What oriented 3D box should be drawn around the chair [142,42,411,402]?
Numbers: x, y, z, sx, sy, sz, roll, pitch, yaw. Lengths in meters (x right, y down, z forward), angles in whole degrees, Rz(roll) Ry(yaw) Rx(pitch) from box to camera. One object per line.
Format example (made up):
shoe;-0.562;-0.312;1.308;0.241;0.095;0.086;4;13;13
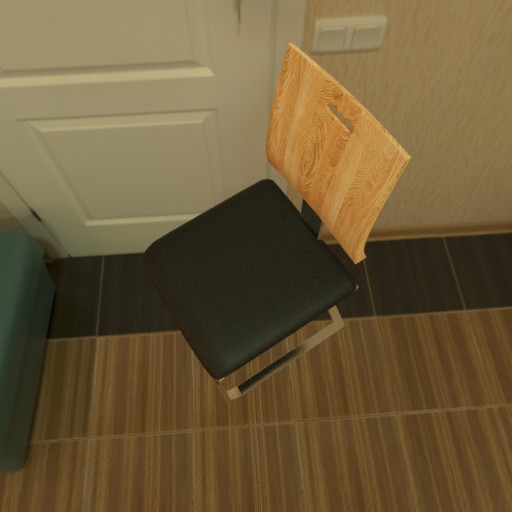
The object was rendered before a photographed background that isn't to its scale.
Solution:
chair;0.000;0.000;1.242;0.560;0.936;0.462;-30;67;-15
